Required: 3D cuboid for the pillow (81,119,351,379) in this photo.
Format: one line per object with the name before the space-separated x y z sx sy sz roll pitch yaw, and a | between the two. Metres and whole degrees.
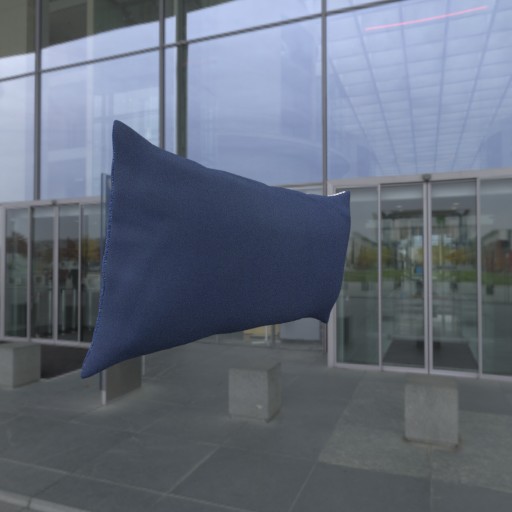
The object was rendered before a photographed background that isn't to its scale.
pillow | 0.000 0.000 0.736 0.156 0.292 0.608 -1 -1 36
